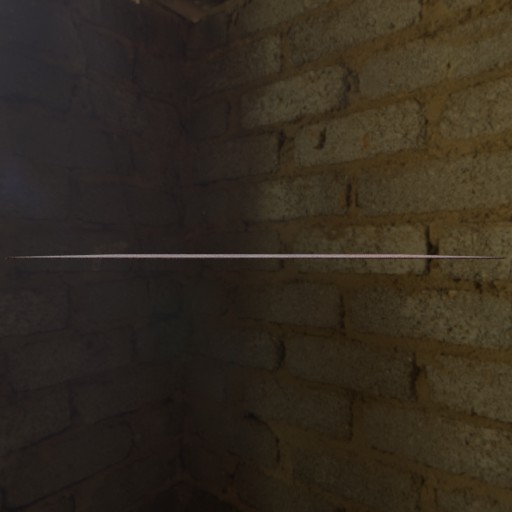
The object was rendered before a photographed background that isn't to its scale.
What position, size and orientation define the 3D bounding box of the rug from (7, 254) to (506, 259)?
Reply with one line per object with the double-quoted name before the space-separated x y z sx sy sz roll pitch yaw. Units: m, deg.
"rug" 0.000 0.000 2.227 1.829 0.005 1.219 0 1 1
